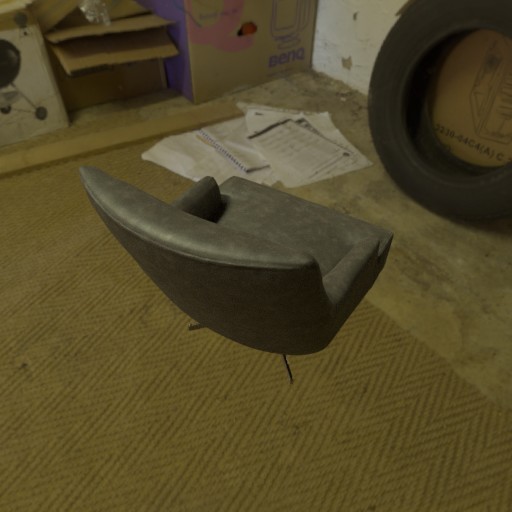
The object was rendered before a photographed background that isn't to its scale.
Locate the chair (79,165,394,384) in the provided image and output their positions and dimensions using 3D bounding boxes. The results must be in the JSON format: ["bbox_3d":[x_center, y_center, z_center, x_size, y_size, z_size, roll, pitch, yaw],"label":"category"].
[{"bbox_3d":[0.000,0.000,1.522,0.738,0.870,0.874,23,49,22],"label":"chair"}]
